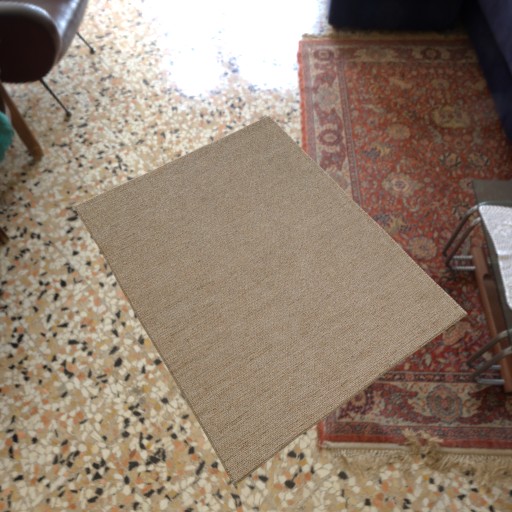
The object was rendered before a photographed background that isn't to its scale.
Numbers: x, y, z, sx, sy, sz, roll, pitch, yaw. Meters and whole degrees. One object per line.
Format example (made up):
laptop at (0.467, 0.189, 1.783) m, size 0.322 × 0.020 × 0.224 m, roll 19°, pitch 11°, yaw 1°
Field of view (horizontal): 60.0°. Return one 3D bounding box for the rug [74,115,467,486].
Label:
rug at (0.000, 0.000, 4.169) m, size 2.406 × 0.012 × 3.034 m, roll -30°, pitch 63°, yaw -17°
